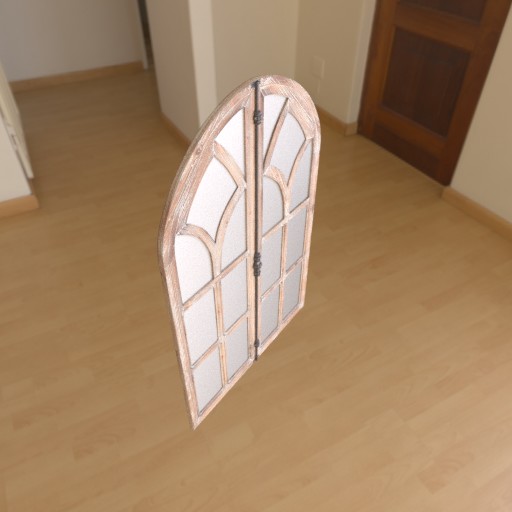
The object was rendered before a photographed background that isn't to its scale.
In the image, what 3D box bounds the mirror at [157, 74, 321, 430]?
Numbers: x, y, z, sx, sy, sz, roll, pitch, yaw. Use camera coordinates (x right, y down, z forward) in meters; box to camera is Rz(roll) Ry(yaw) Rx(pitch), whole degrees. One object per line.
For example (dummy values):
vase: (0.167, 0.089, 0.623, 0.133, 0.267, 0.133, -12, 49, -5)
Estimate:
mirror: (0.000, 0.000, 1.174, 0.032, 0.915, 0.609, 26, 47, 27)
